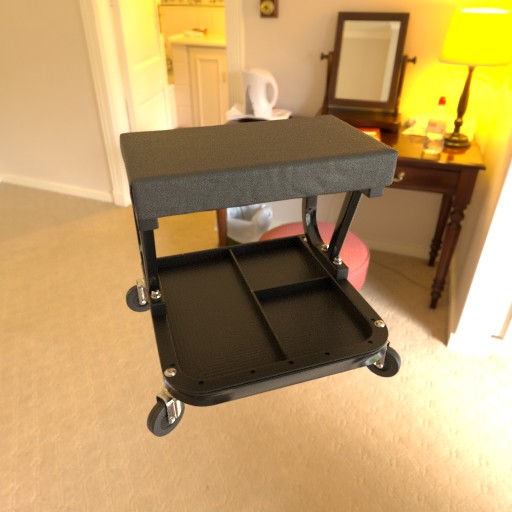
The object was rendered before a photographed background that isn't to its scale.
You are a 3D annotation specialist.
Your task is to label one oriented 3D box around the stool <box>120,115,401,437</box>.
[{"bbox_3d":[0.000,0.000,0.738,0.446,0.380,0.371,-10,33,-15],"label":"stool"}]
